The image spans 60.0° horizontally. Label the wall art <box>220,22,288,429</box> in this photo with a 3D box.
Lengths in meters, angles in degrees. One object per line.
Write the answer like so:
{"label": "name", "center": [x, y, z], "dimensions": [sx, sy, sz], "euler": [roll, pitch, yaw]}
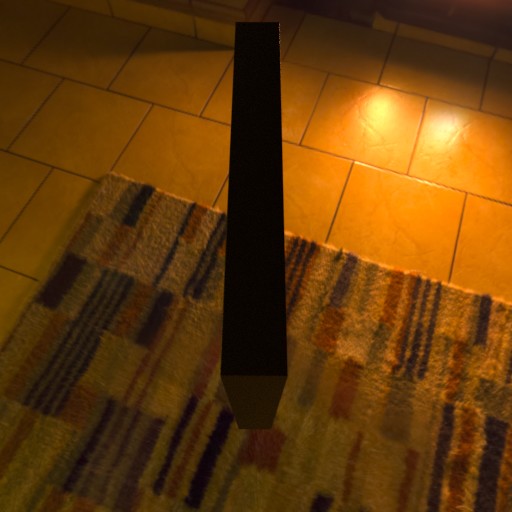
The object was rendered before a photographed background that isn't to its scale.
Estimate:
{"label": "wall art", "center": [0.000, 0.000, 0.453], "dimensions": [0.038, 0.304, 0.304], "euler": [0, 63, 0]}
